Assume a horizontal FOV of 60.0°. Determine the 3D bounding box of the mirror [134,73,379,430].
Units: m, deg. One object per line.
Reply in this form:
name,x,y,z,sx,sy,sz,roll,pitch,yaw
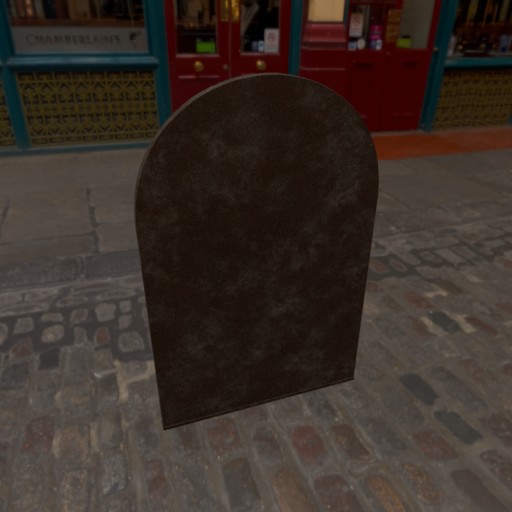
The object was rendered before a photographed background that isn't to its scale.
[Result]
mirror,0.000,0.000,0.994,0.510,0.770,0.137,-9,29,-17
